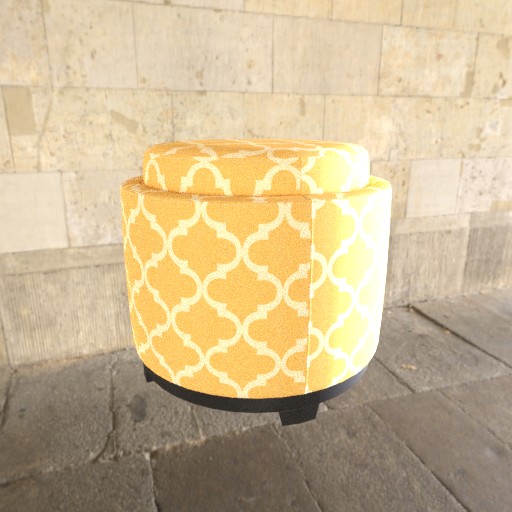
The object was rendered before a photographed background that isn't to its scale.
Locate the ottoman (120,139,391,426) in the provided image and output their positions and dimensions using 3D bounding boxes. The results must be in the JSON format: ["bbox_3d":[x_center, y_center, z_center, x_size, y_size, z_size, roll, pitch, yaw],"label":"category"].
[{"bbox_3d":[0.000,0.000,0.846,0.480,0.429,0.480,0,17,0],"label":"ottoman"}]
